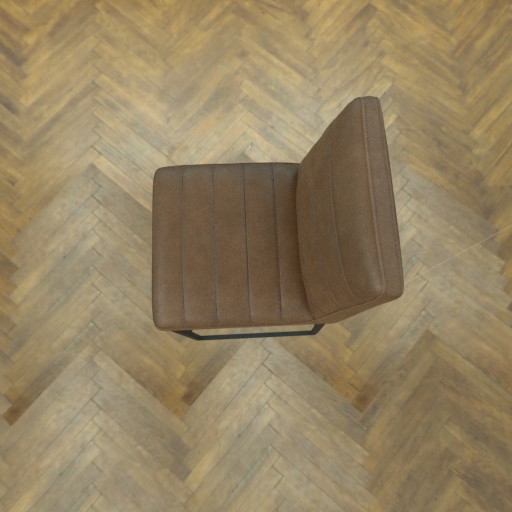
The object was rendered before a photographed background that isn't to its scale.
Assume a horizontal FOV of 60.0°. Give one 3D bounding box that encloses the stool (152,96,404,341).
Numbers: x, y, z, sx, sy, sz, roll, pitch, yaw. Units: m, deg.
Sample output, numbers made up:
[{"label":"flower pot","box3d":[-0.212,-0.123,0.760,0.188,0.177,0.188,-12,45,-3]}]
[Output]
[{"label":"stool","box3d":[0.000,0.000,1.364,0.556,1.040,0.458,-3,76,-1]}]
